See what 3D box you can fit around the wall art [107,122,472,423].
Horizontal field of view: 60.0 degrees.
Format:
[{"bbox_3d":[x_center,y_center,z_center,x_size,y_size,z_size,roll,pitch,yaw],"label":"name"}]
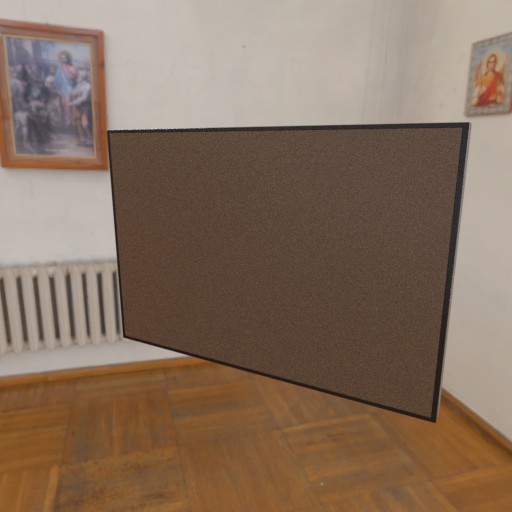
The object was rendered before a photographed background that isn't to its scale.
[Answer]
[{"bbox_3d":[0.000,0.000,1.146,0.939,0.640,0.058,8,16,28],"label":"wall art"}]
